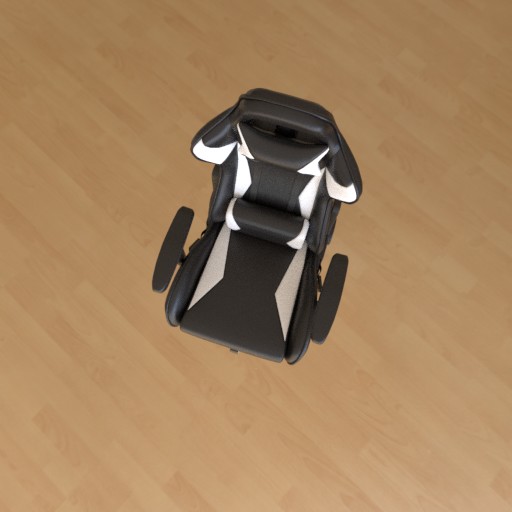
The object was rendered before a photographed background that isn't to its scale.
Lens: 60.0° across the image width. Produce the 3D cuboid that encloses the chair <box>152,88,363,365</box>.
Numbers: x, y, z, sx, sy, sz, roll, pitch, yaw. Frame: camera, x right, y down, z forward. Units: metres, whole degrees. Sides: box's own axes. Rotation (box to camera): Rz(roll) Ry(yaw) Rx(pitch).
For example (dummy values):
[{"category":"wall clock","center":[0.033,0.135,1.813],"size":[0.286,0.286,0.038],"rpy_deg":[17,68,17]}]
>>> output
[{"category":"chair","center":[0.000,0.000,1.717],"size":[0.730,1.285,0.695],"rpy_deg":[17,76,4]}]
